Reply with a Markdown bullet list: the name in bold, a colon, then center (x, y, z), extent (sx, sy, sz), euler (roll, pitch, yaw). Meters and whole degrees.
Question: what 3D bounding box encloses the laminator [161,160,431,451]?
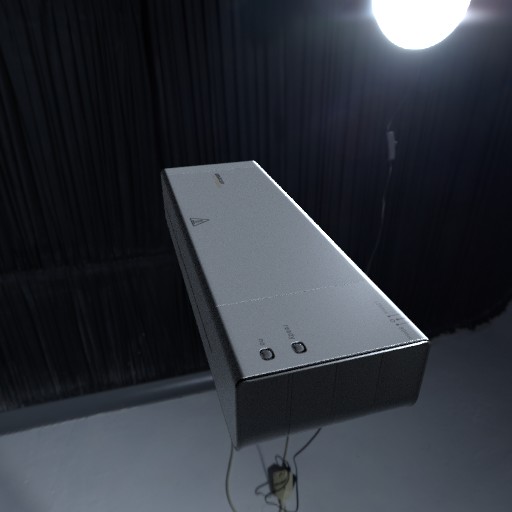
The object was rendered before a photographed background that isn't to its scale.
- **laminator**: center (0.000, 0.000, 0.387), extent (0.123, 0.062, 0.340), euler (-8, 30, -15)
